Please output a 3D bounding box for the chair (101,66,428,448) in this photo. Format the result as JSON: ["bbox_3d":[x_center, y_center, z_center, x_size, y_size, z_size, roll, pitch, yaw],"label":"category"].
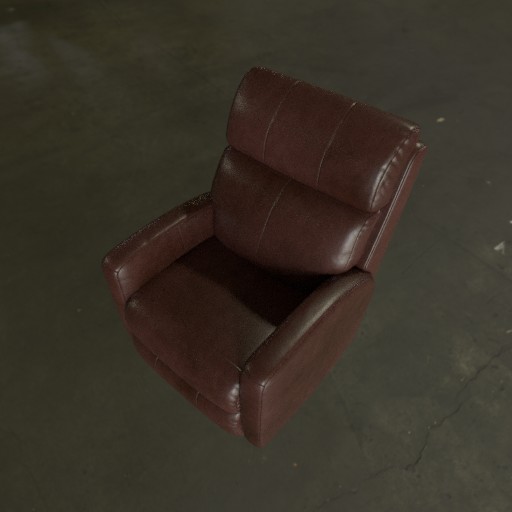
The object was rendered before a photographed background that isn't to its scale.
[{"bbox_3d":[0.000,0.000,1.670,0.787,1.016,0.939,32,55,26],"label":"chair"}]
